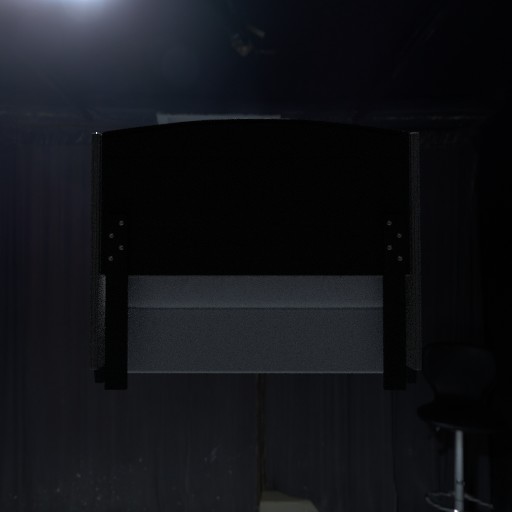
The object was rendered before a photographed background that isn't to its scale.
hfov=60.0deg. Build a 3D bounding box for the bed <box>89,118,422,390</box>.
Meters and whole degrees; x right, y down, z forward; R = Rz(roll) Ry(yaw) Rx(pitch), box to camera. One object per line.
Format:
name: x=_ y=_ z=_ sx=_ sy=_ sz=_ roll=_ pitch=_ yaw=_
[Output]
bed: x=0.000 y=0.000 z=3.380 sx=1.710 sy=1.407 sz=2.237 roll=0 pitch=-1 yaw=0
